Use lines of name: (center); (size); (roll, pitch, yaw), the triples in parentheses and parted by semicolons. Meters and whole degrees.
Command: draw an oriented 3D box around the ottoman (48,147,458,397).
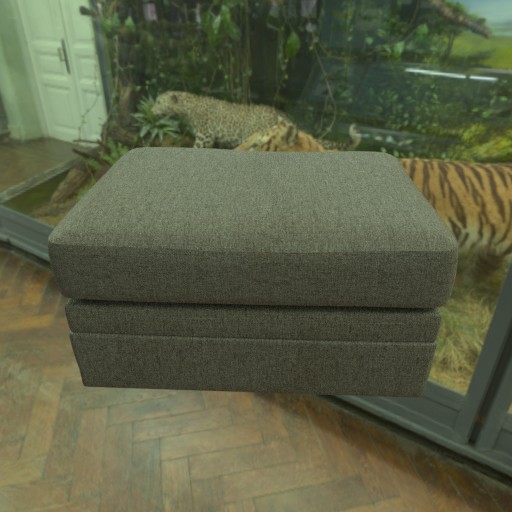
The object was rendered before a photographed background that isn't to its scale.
ottoman: (0.000, 0.000, 1.244); (0.885, 0.478, 0.637); (1, 31, 2)
